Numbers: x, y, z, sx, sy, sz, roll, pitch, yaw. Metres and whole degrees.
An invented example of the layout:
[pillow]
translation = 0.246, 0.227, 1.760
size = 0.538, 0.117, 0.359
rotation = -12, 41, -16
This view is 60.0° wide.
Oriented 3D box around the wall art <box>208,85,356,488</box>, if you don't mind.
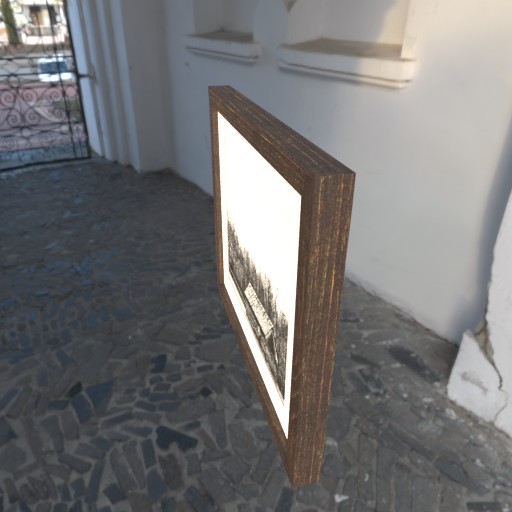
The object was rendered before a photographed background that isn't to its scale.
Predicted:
[wall art]
translation = 0.000, 0.000, 0.532
size = 0.031, 0.330, 0.381
rotation = -8, 31, -14
